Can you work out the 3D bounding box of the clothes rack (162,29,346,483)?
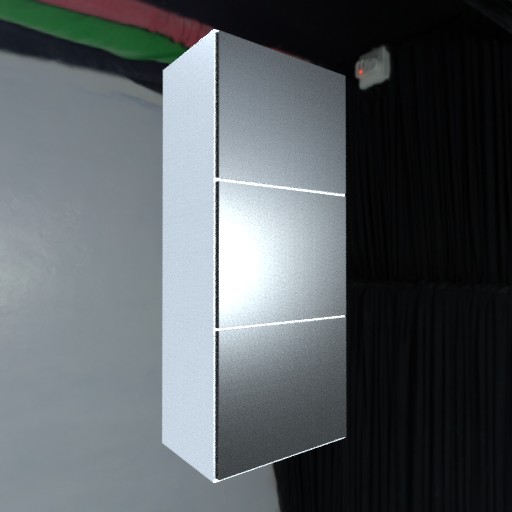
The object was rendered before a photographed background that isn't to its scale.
[{"bbox_3d":[0.000,0.000,1.430,0.500,1.187,0.330,0,-1,-37],"label":"clothes rack"}]
